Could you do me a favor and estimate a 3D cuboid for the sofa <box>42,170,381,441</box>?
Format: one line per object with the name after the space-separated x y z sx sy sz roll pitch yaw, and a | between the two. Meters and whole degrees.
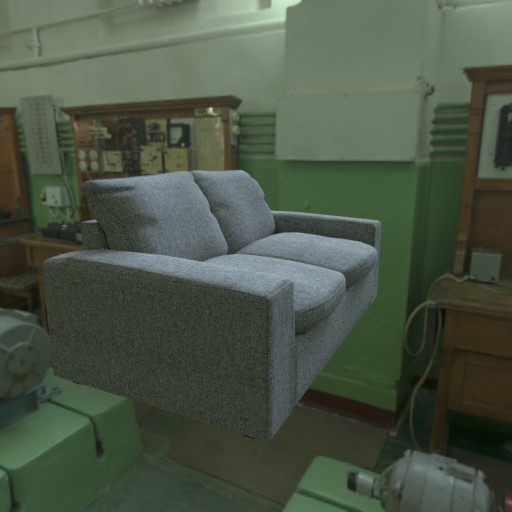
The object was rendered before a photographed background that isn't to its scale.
0.000 0.000 2.359 1.094 0.877 1.758 6 14 26 | sofa
